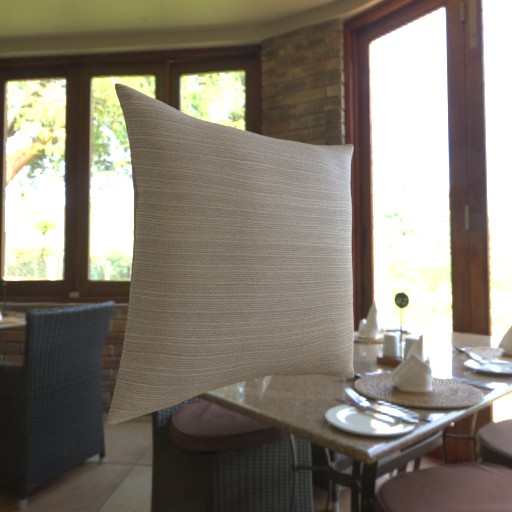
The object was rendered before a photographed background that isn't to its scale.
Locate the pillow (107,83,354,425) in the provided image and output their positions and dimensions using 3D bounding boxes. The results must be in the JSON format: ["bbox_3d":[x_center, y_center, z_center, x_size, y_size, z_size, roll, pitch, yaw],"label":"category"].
[{"bbox_3d":[0.000,0.000,0.782,0.512,0.497,0.204,2,-3,-36],"label":"pillow"}]
